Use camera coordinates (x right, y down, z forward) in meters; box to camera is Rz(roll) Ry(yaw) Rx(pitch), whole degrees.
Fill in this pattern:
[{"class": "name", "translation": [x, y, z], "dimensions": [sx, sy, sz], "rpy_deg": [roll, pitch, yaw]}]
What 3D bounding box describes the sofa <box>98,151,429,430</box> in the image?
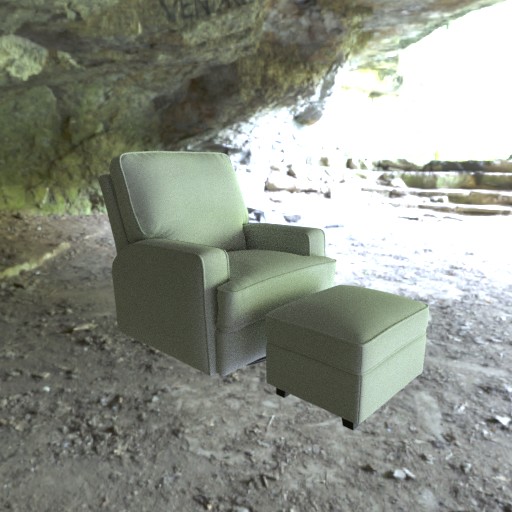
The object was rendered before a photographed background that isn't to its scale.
[{"class": "sofa", "translation": [0.000, 0.000, 2.072], "dimensions": [1.472, 0.959, 0.861], "rpy_deg": [12, 17, 42]}]
